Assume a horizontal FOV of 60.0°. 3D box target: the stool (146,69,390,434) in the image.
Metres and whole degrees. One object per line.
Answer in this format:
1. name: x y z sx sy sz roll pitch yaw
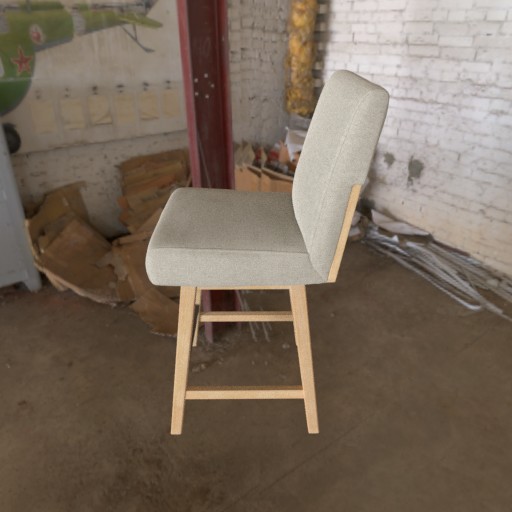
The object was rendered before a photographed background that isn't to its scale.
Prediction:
1. stool: 0.000 0.000 1.429 0.606 1.085 0.507 0 28 0
